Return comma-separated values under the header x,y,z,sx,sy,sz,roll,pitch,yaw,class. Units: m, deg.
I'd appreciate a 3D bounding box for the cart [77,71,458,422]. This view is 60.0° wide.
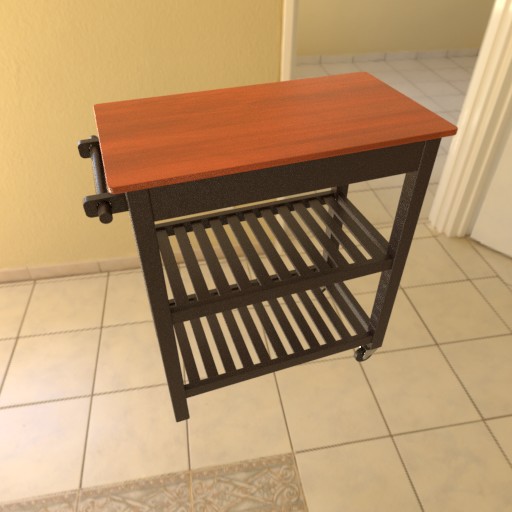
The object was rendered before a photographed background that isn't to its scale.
x,y,z,sx,sy,sz,roll,pitch,yaw,class
0.000,0.000,1.432,0.899,0.927,0.457,-13,42,-15,cart
